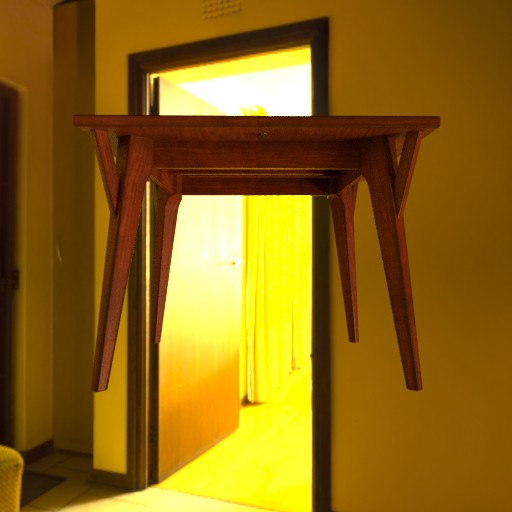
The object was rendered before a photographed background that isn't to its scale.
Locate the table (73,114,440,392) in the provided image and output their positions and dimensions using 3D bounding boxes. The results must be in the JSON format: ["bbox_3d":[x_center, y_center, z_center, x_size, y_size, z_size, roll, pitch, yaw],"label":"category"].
[{"bbox_3d":[0.000,0.000,1.611,0.991,0.761,0.838,0,-1,-1],"label":"table"}]
